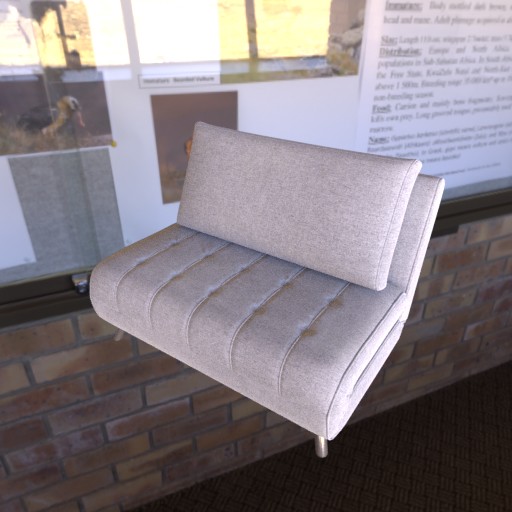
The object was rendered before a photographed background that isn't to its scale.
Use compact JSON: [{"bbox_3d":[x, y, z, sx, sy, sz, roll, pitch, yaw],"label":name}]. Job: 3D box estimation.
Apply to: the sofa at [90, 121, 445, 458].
[{"bbox_3d":[0.000,0.000,1.898,1.220,0.910,0.910,19,35,30],"label":"sofa"}]
